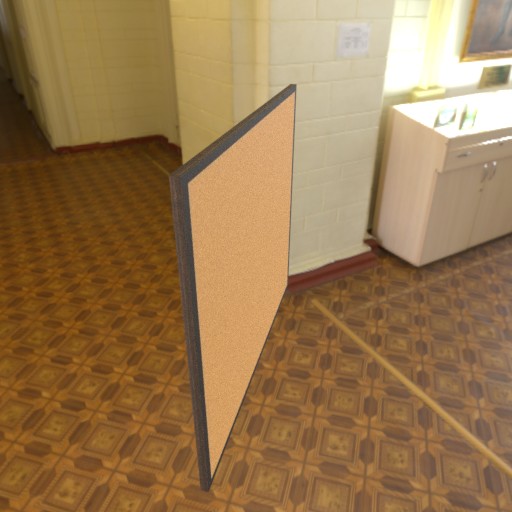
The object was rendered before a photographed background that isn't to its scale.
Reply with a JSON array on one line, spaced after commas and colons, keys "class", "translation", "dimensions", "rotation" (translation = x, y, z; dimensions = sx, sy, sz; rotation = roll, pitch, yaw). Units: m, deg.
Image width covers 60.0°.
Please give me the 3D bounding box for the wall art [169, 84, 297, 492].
[{"class": "wall art", "translation": [0.000, 0.000, 1.398], "dimensions": [0.023, 0.875, 1.033], "rotation": [8, 30, 13]}]
